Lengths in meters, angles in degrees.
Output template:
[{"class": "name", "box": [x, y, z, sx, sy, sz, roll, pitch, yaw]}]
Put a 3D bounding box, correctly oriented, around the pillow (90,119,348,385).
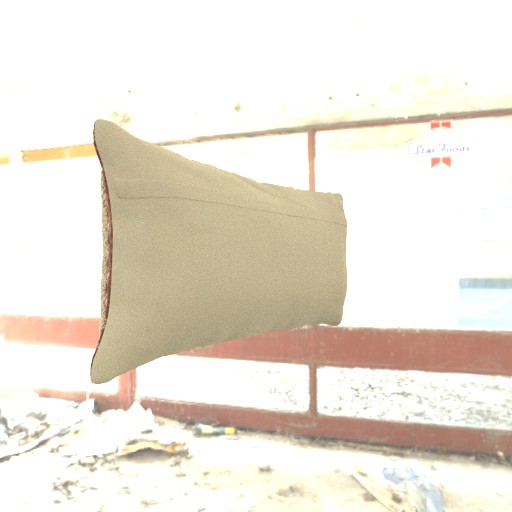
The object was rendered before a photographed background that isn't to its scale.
[{"class": "pillow", "box": [0.000, 0.000, 0.730, 0.161, 0.295, 0.608, -1, -2, 37]}]
